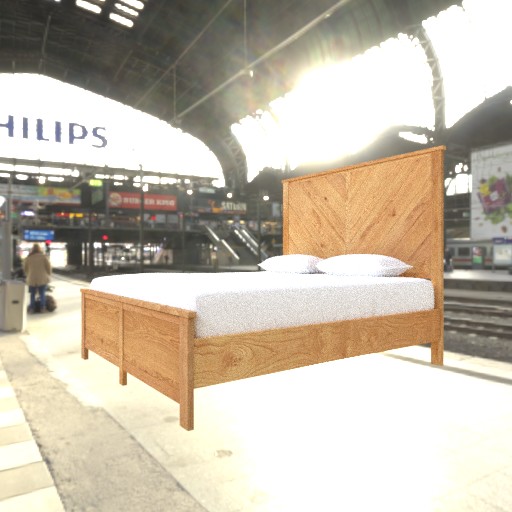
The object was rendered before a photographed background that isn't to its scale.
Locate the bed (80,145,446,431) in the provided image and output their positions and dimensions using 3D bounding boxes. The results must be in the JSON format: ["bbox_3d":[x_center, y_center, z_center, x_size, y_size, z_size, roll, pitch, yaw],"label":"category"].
[{"bbox_3d":[0.000,0.000,3.540,2.201,1.686,1.936,0,0,-36],"label":"bed"}]
